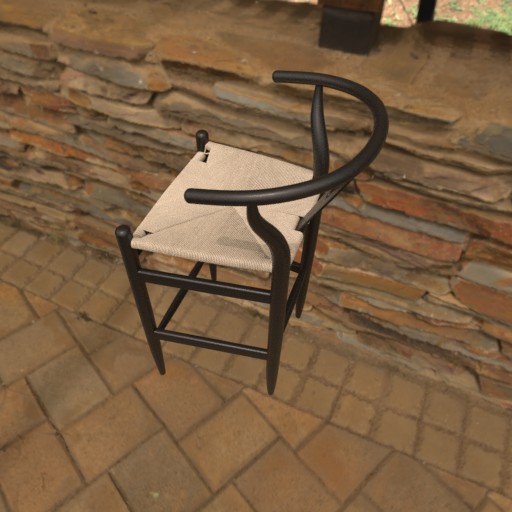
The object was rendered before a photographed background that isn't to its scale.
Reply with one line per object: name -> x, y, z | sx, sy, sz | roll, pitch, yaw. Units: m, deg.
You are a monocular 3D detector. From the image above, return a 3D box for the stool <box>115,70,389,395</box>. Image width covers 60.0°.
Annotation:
stool -> 0.000, 0.000, 1.331 | 0.579, 0.970, 0.569 | 15, 49, 13
